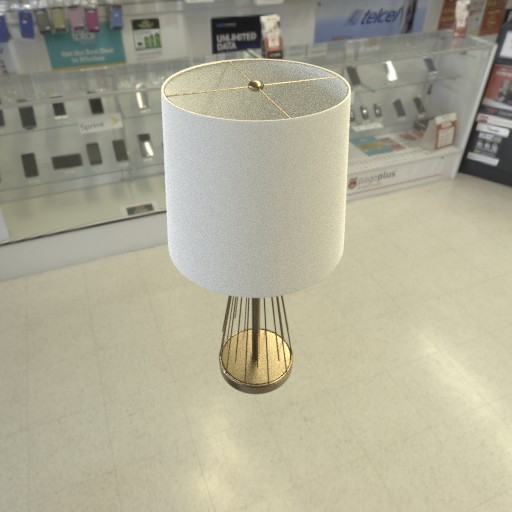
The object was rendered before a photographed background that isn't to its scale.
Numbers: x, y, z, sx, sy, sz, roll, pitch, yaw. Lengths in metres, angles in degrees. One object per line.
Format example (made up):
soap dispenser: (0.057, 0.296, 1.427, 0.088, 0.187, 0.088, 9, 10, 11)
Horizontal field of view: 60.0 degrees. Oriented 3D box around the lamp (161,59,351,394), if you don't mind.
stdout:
lamp: (0.000, 0.000, 0.802, 0.303, 0.618, 0.303, 0, 39, 0)
